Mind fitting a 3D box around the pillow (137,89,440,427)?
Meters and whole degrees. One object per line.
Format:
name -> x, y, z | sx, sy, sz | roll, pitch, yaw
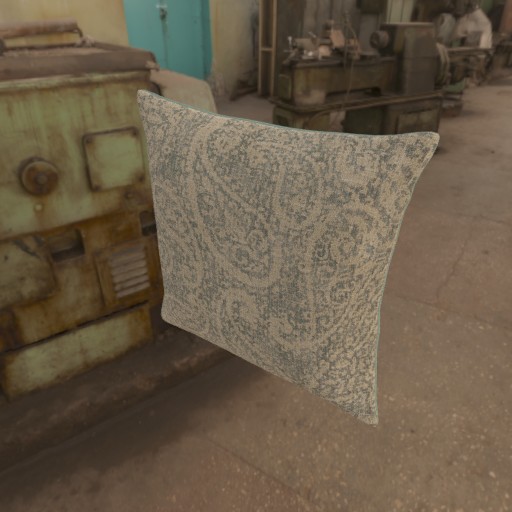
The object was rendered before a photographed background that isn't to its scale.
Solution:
pillow -> 0.000, 0.000, 0.779 | 0.526, 0.507, 0.166 | 20, 35, 30
